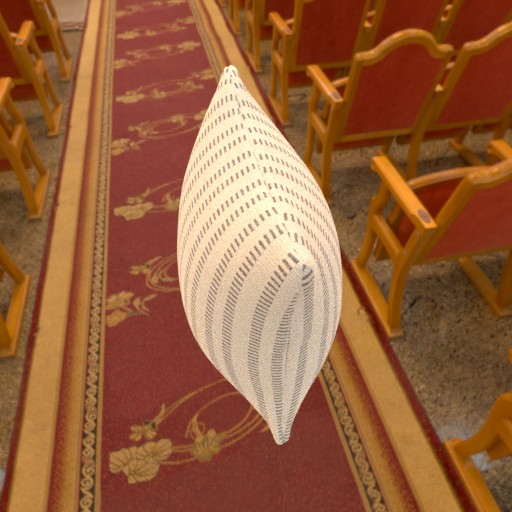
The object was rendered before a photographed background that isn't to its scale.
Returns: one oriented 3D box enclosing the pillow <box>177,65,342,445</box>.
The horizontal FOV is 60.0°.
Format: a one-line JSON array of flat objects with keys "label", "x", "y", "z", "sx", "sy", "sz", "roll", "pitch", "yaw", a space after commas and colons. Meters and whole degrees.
[{"label": "pillow", "x": 0.000, "y": 0.000, "z": 0.692, "sx": 0.247, "sy": 0.419, "sz": 0.438, "roll": -9, "pitch": 47, "yaw": -8}]
